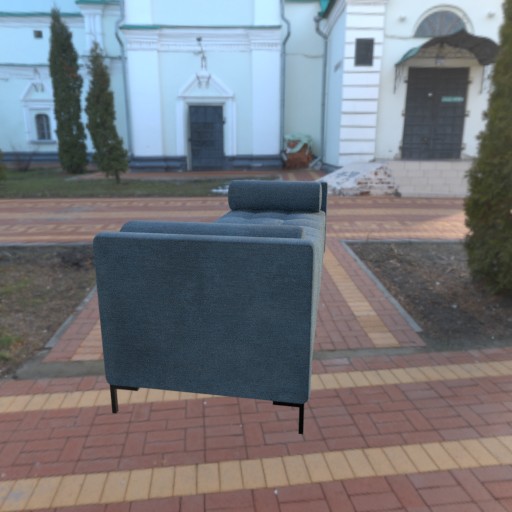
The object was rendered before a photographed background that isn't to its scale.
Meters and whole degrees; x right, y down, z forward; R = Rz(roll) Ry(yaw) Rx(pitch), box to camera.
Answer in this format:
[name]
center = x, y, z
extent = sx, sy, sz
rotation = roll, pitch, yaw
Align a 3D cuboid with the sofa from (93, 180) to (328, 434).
[sofa]
center = 0.000, 0.000, 2.317
extent = 0.686, 0.635, 1.981
rotation = 3, 15, 10
